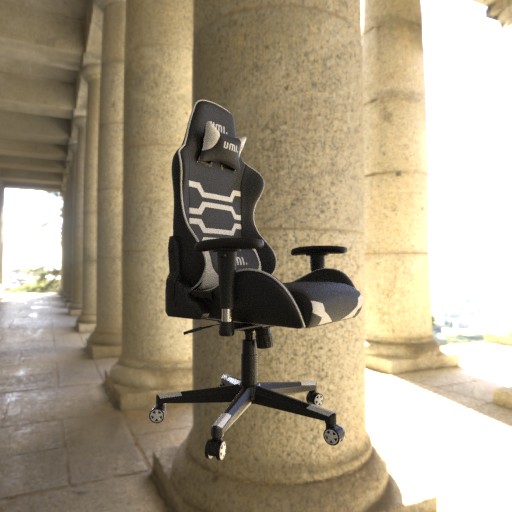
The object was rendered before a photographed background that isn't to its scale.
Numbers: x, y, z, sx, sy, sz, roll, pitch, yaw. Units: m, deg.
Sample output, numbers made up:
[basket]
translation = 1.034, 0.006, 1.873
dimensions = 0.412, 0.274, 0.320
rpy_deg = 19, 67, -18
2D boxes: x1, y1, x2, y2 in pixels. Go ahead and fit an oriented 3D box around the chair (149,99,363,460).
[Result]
[chair]
translation = 0.000, 0.000, 1.656
dimensions = 0.700, 1.240, 0.700
rpy_deg = -1, -2, 36
